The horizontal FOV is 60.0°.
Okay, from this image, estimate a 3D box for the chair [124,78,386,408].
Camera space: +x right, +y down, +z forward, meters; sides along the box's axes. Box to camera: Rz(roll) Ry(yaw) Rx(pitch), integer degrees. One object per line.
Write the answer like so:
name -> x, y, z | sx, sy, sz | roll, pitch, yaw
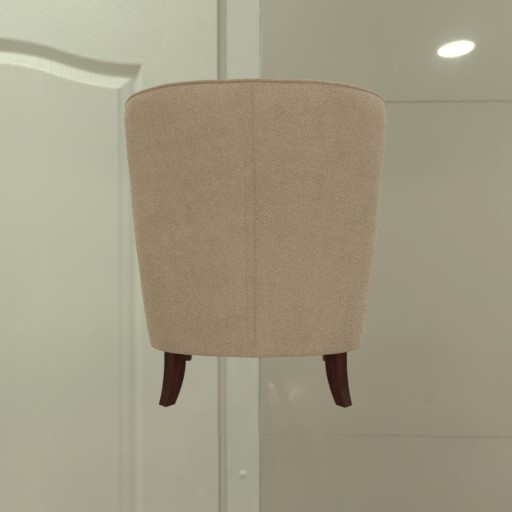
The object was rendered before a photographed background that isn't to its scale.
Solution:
chair -> 0.000, 0.000, 1.572 | 0.781, 0.920, 0.910 | 0, 0, 1
